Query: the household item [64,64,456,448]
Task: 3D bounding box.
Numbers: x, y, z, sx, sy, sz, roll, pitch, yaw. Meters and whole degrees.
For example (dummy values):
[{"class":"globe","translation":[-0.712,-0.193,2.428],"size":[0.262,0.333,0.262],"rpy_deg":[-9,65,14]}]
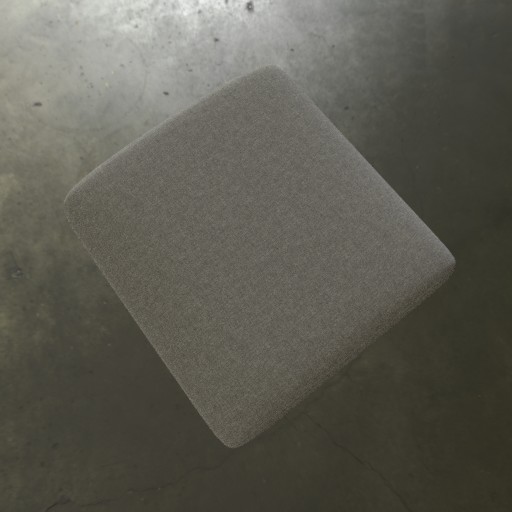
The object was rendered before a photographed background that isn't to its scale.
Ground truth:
[{"class":"household item","translation":[0.000,0.000,0.897],"size":[0.530,0.410,0.530],"rpy_deg":[-36,78,-9]}]
